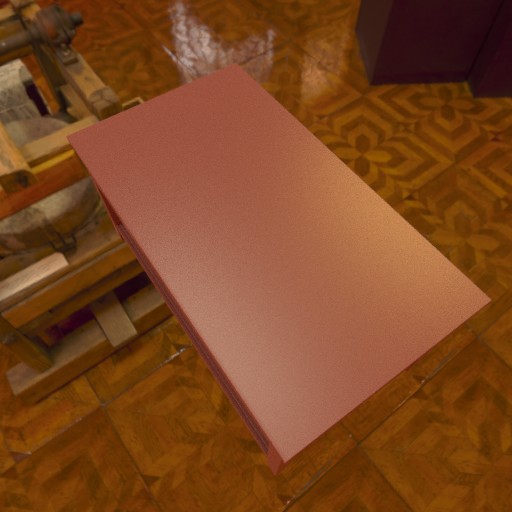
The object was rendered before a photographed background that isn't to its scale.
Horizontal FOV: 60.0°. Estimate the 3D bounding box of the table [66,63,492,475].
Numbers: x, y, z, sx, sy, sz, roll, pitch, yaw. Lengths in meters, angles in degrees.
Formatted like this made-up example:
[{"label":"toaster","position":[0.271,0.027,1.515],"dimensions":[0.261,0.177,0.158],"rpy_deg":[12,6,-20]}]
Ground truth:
[{"label":"table","position":[0.000,0.000,1.374],"dimensions":[0.612,0.493,1.068],"rpy_deg":[-31,64,-17]}]
